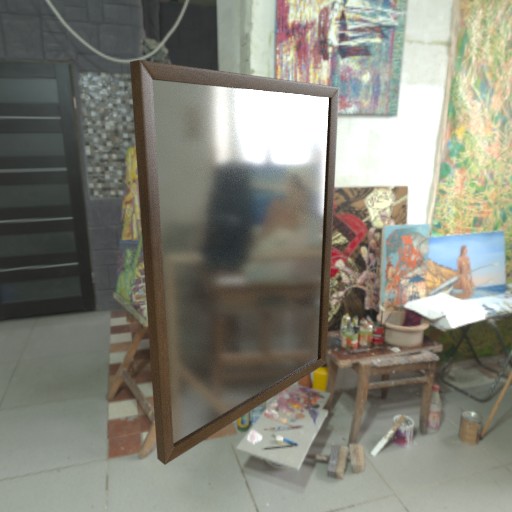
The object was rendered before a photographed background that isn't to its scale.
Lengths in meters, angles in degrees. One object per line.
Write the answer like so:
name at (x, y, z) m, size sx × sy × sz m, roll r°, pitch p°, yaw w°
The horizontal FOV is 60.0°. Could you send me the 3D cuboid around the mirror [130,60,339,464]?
mirror at (0.000, 0.000, 1.348) m, size 0.040 × 1.016 × 0.762 m, roll 14°, pitch 21°, yaw 41°
